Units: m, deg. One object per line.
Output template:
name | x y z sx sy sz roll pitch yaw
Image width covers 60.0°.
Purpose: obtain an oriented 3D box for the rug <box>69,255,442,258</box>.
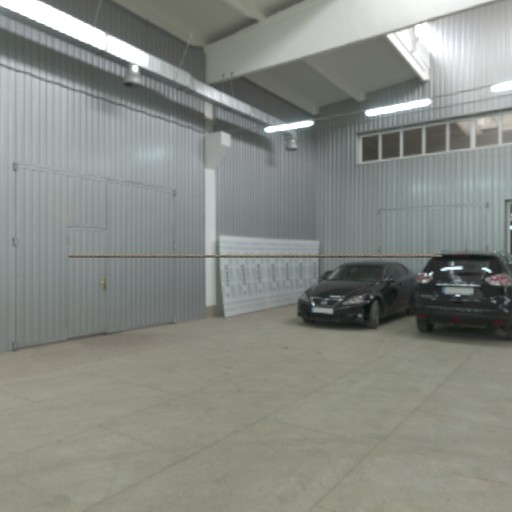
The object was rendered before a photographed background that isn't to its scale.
rug | 0.000 0.000 3.010 1.526 0.011 2.435 0 0 0
